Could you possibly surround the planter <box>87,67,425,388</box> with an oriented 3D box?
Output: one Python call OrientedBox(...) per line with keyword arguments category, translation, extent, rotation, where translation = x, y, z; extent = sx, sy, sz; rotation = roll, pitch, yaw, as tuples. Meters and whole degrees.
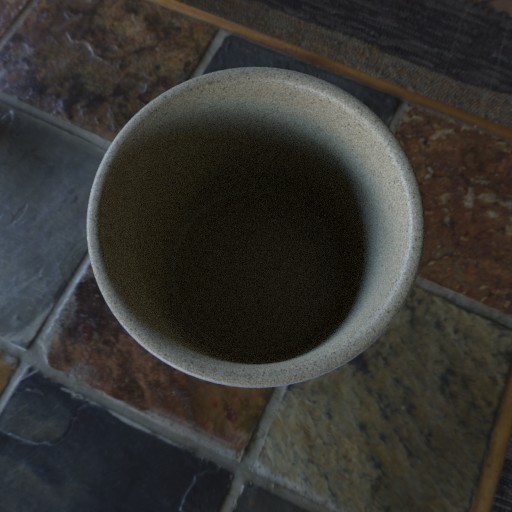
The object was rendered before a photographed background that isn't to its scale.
OrientedBox(category="planter", translation=(0.000, 0.000, 0.410), extent=(0.227, 0.235, 0.227), rotation=(0, 75, 0))
